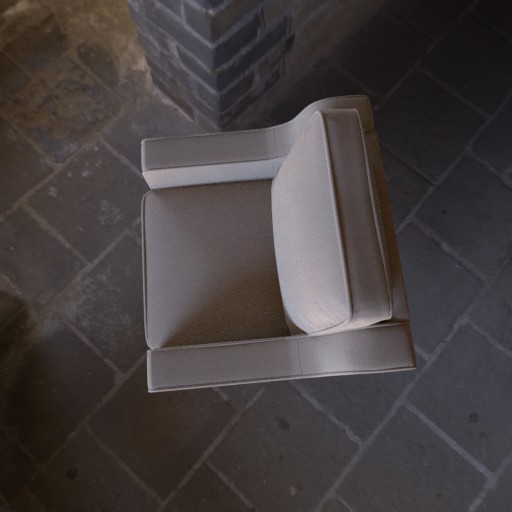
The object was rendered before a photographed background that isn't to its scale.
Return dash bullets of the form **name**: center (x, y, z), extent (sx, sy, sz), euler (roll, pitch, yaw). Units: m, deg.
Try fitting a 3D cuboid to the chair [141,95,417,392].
- **chair**: center (0.000, 0.000, 1.687), extent (0.882, 0.948, 0.922), euler (-5, 75, -1)
